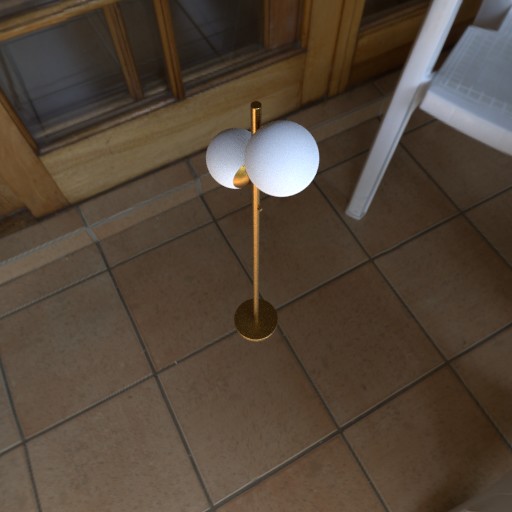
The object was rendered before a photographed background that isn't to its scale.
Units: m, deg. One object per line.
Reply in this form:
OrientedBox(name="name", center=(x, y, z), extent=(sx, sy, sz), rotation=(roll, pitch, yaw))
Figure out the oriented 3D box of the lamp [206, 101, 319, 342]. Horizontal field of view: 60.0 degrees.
OrientedBox(name="lamp", center=(0.000, 0.000, 1.817), extent=(0.249, 1.641, 0.419), rotation=(-32, 67, -15))
